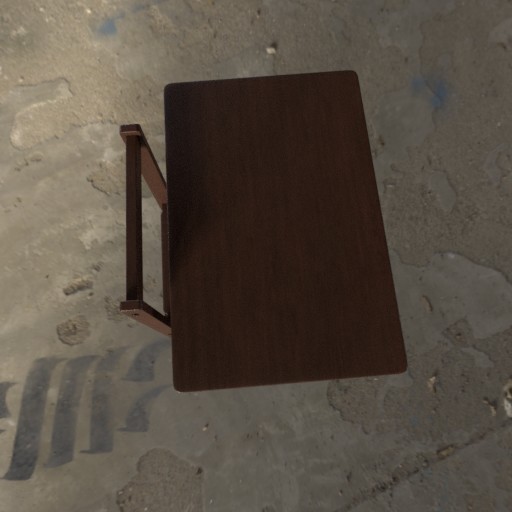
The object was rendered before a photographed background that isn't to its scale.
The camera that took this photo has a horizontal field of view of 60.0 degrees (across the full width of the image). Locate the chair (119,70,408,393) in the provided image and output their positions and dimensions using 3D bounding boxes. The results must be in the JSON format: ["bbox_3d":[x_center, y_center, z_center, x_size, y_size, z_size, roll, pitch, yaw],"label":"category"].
[{"bbox_3d":[0.000,0.000,1.073,0.463,0.673,0.599,-5,74,-1],"label":"chair"}]
